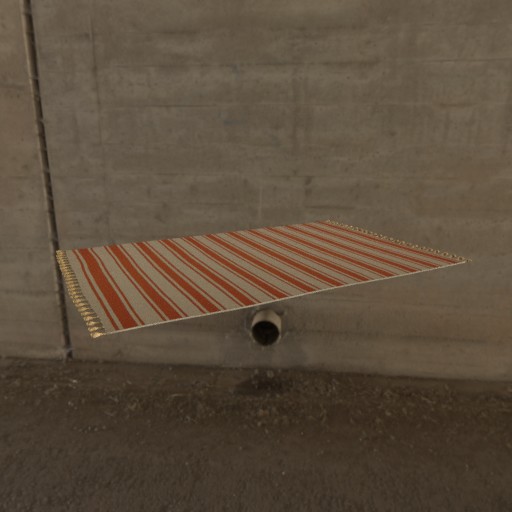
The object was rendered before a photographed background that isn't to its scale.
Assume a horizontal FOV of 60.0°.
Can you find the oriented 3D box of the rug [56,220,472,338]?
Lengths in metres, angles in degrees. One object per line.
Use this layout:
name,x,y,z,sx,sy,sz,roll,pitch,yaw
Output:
rug,0.000,0.000,3.045,2.433,0.022,1.556,-8,18,-27
